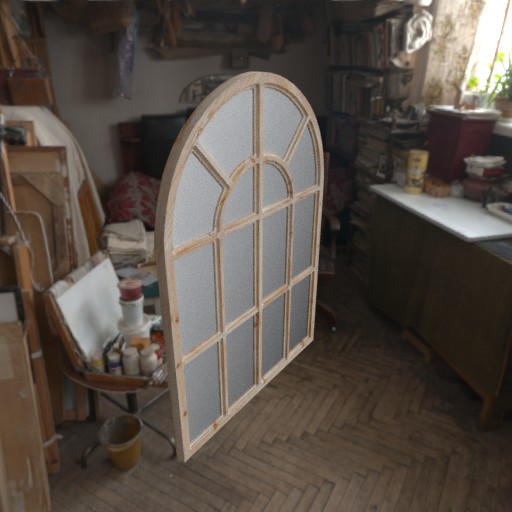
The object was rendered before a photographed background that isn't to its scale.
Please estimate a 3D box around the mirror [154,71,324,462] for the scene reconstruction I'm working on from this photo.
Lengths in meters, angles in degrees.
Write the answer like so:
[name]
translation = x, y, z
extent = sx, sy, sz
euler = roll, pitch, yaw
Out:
[mirror]
translation = 0.000, 0.000, 1.197
extent = 0.032, 0.920, 0.660
euler = 18, 30, 33
